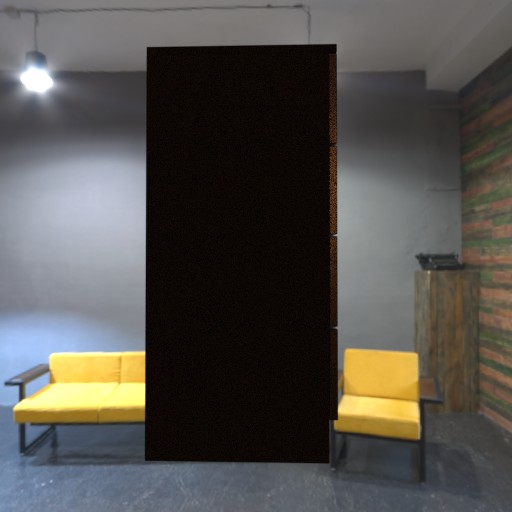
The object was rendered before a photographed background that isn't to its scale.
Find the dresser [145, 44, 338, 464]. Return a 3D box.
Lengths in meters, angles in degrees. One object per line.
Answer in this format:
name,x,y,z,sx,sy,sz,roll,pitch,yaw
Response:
dresser,0.000,0.000,1.138,0.360,0.720,0.750,0,-1,2
